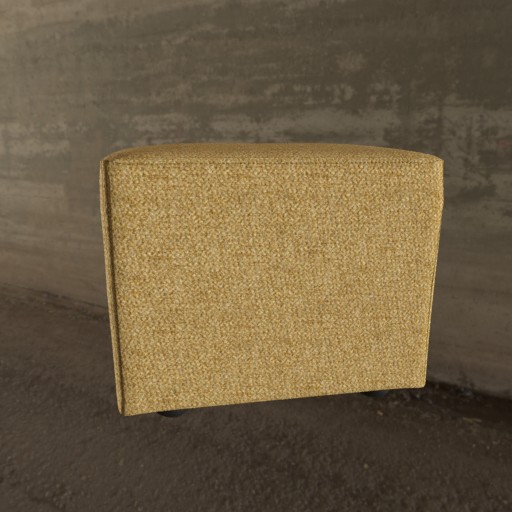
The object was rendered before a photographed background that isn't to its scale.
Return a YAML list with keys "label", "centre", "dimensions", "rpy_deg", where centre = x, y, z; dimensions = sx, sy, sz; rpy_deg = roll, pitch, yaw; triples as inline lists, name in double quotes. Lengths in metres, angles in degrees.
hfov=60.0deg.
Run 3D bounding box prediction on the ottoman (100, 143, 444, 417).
- label: "ottoman"
  centre: [0.000, 0.000, 0.893]
  dimensions: [0.512, 0.441, 0.505]
  rpy_deg: [-2, 14, -9]
